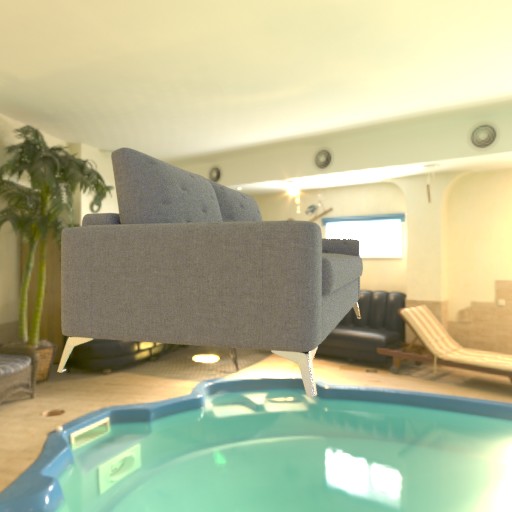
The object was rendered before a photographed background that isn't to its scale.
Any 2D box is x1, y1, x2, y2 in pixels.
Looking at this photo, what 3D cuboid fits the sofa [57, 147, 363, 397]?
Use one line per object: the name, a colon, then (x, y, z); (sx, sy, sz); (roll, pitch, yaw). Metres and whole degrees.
sofa: (0.000, 0.000, 2.144); (0.920, 0.790, 1.650); (0, 0, 18)
